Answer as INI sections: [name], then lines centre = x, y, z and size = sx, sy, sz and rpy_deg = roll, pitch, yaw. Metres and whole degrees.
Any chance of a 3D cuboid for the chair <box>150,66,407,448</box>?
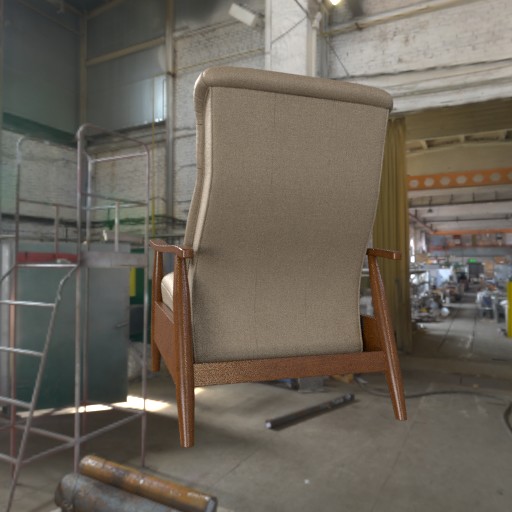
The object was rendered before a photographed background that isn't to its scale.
[chair]
centre = 0.000, 0.000, 1.796
size = 0.762, 1.082, 1.032
rpy_deg = 0, -2, -18
